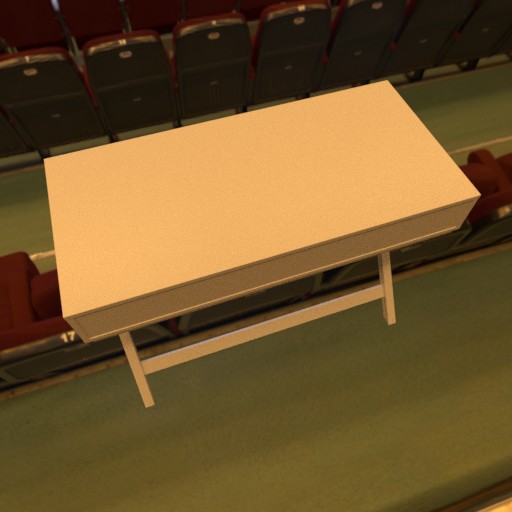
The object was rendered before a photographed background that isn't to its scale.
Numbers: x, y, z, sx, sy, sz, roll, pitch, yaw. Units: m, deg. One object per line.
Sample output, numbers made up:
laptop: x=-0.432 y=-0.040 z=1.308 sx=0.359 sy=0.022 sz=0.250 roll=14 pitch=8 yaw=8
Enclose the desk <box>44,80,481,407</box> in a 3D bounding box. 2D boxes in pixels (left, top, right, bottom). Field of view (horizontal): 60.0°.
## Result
desk: x=0.000 y=0.000 z=1.508 sx=1.059 sy=0.780 sz=0.509 roll=-16 pitch=58 yaw=-10
